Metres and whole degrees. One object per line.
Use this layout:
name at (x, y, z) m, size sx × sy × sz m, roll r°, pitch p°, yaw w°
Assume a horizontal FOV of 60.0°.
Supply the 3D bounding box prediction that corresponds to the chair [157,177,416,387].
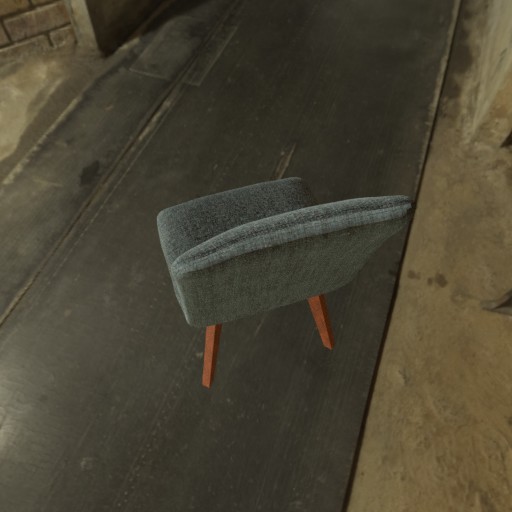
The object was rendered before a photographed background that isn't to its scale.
chair at (0.000, 0.000, 1.311) m, size 0.522 × 0.974 × 0.563 m, roll -15°, pitch 60°, yaw -9°
